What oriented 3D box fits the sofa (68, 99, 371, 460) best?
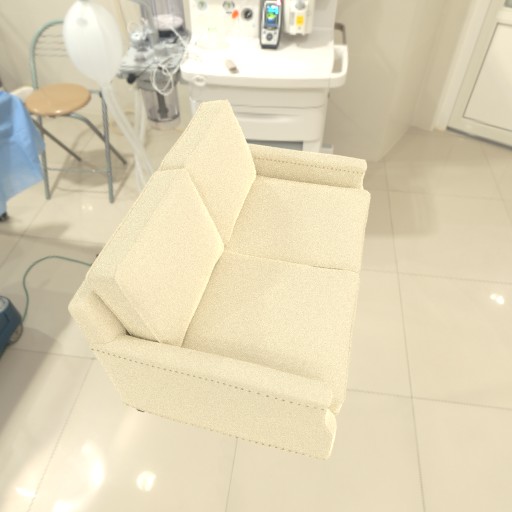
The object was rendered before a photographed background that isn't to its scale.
[{"bbox_3d":[0.000,0.000,2.291,1.084,1.003,1.597,11,48,10],"label":"sofa"}]
